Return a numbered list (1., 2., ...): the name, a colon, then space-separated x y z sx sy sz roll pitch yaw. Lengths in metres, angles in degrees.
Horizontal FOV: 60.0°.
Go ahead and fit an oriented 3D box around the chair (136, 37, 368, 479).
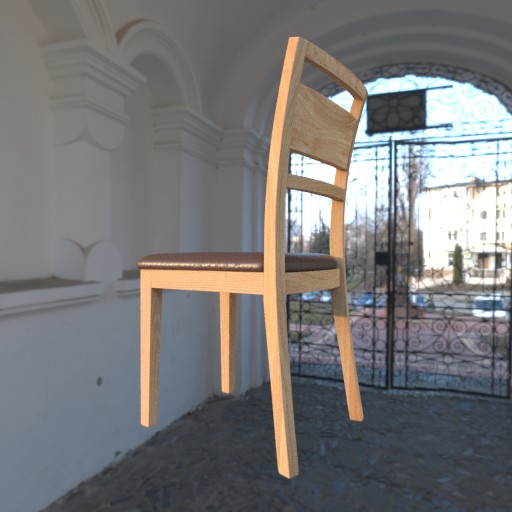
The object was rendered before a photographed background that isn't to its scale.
1. chair: 0.000 0.000 1.238 0.545 0.940 0.420 0 1 35
